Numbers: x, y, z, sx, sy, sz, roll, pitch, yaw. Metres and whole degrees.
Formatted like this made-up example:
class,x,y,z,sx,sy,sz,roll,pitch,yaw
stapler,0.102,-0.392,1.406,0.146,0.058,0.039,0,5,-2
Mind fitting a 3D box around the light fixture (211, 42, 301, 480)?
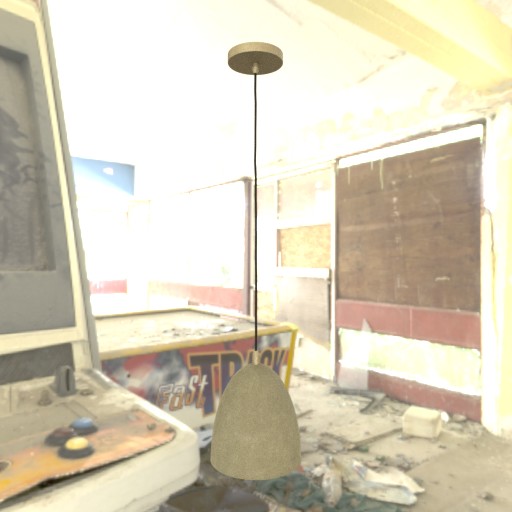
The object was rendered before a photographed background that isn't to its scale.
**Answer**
class,x,y,z,sx,sy,sz,roll,pitch,yaw
light fixture,0.000,0.000,0.836,0.170,0.759,0.170,0,0,-18
